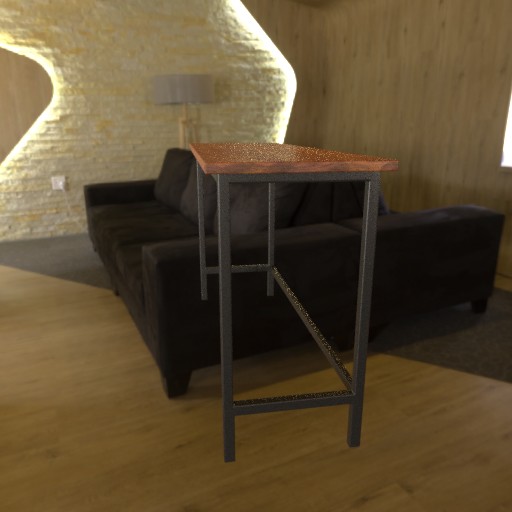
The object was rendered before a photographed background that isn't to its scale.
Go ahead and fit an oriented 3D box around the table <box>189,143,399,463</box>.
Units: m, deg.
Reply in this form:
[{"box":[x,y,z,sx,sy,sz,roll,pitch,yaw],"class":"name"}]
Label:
[{"box":[0.000,0.000,1.571,0.408,0.740,1.204,-3,16,-9],"class":"table"}]
